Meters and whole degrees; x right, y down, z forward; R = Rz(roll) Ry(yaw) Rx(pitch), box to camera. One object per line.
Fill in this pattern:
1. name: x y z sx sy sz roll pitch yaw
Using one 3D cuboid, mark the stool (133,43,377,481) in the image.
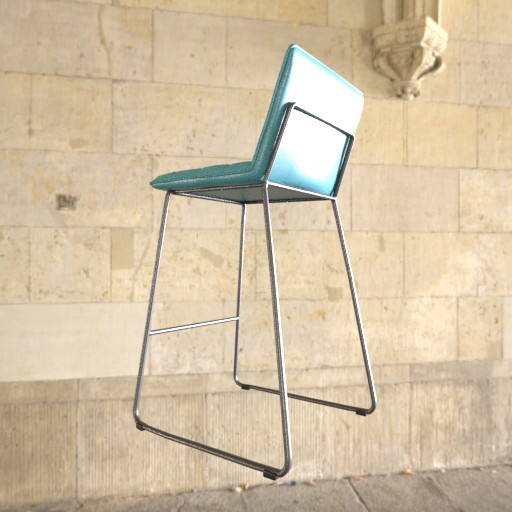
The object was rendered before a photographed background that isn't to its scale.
1. stool: 0.000 0.000 1.253 0.524 0.936 0.489 0 0 37
